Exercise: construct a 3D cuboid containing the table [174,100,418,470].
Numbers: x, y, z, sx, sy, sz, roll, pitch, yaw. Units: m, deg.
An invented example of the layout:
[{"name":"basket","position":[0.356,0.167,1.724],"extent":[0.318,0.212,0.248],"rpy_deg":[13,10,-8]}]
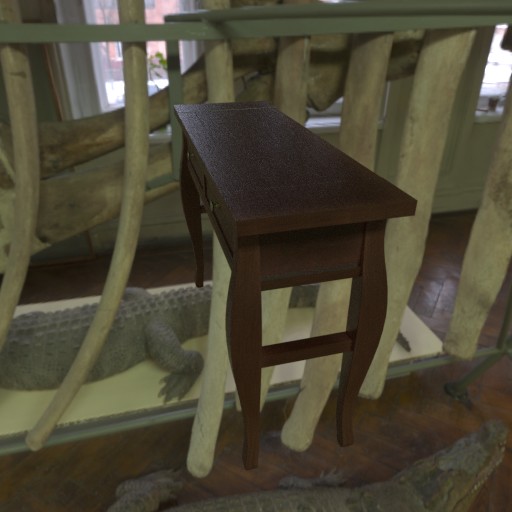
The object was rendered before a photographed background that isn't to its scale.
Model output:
[{"name":"table","position":[0.000,0.000,1.439],"extent":[0.373,0.768,1.062],"rpy_deg":[-7,30,-13]}]
